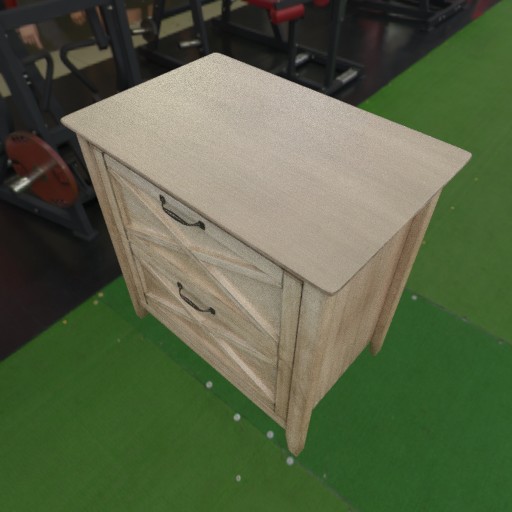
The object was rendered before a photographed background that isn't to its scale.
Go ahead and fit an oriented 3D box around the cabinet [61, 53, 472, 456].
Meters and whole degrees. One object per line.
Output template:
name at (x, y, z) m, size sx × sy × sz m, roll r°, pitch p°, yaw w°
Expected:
cabinet at (0.000, 0.000, 1.238) m, size 0.763 × 0.762 × 0.503 m, roll 33°, pitch 55°, yaw 27°
